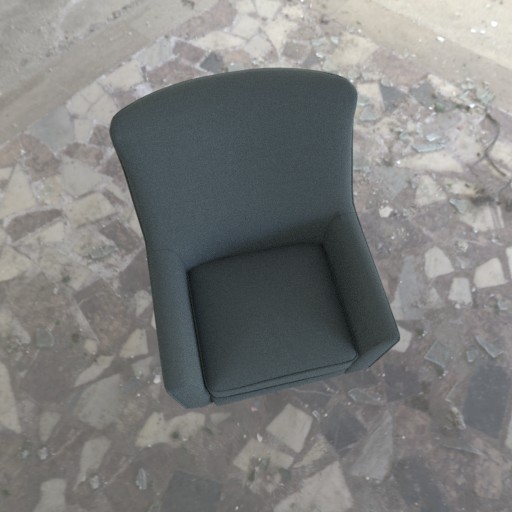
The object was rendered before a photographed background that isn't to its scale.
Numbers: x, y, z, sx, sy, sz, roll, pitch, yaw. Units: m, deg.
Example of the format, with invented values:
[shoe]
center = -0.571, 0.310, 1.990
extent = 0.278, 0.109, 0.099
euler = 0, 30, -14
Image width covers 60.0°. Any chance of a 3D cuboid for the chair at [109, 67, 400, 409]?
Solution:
[chair]
center = 0.000, 0.000, 1.595
extent = 0.756, 0.916, 0.879
euler = -11, 65, -5
